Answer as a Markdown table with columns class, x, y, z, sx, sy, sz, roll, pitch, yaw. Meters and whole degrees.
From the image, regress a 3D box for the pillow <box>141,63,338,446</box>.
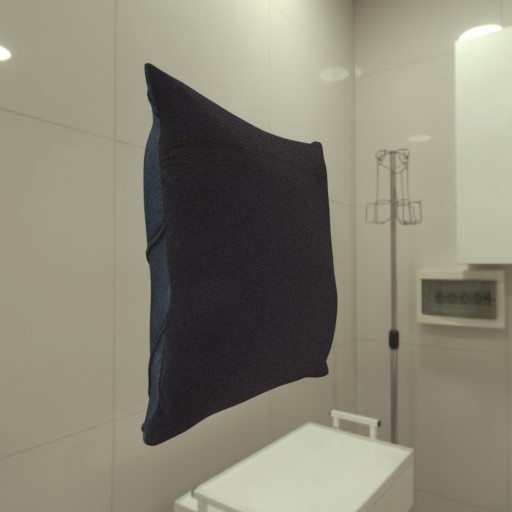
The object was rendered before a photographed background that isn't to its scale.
| class | x | y | z | sx | sy | sz | roll | pitch | yaw |
| --- | --- | --- | --- | --- | --- | --- | --- | --- | --- |
| pillow | 0.000 | 0.000 | 0.670 | 0.183 | 0.440 | 0.439 | -1 | -2 | 35 |
